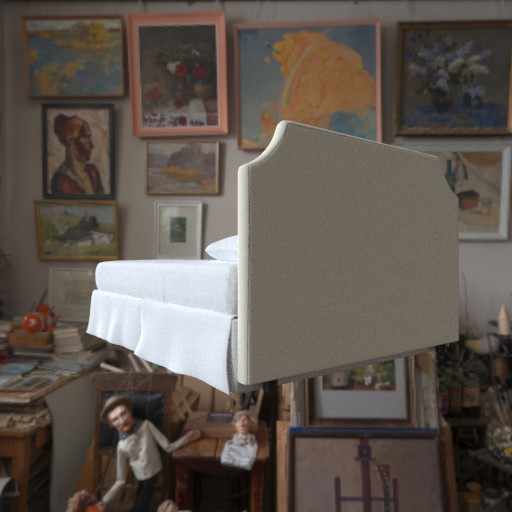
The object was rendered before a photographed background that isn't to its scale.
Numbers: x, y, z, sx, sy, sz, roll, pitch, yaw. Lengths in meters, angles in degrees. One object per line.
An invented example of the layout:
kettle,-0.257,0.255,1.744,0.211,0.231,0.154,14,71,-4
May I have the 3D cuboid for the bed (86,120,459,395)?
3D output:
bed,0.000,0.000,4.169,2.350,1.590,2.773,0,0,-37
